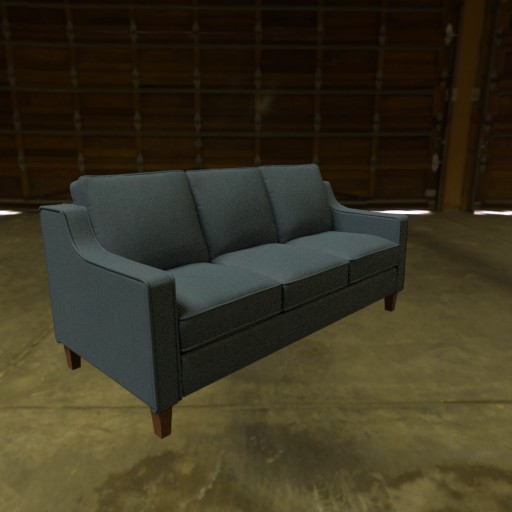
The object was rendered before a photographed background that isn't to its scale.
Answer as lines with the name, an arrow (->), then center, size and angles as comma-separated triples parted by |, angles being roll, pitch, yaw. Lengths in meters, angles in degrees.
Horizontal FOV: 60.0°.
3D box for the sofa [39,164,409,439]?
sofa -> 0.000, 0.000, 2.532 | 0.911, 0.974, 1.986 | 13, 19, 42
